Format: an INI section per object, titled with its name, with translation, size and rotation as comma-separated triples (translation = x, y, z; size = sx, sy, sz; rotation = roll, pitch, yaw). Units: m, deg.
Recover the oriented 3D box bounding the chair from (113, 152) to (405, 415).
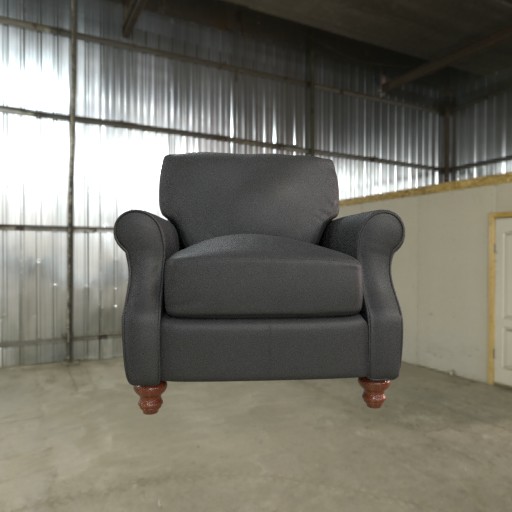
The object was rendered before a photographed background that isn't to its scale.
[chair]
translation = 0.000, 0.000, 1.799
size = 1.015, 0.960, 1.027
rotation = 0, 1, 1
